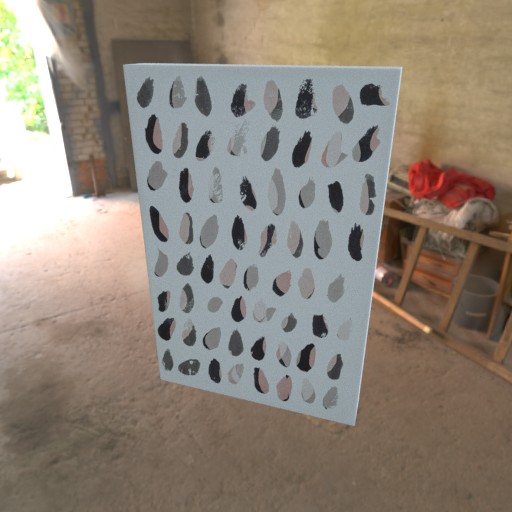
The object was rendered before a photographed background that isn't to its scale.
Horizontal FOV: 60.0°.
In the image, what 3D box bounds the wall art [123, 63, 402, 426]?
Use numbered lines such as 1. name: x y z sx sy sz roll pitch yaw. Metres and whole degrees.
1. wall art: 0.000 0.000 0.482 0.252 0.381 0.039 8 27 16
